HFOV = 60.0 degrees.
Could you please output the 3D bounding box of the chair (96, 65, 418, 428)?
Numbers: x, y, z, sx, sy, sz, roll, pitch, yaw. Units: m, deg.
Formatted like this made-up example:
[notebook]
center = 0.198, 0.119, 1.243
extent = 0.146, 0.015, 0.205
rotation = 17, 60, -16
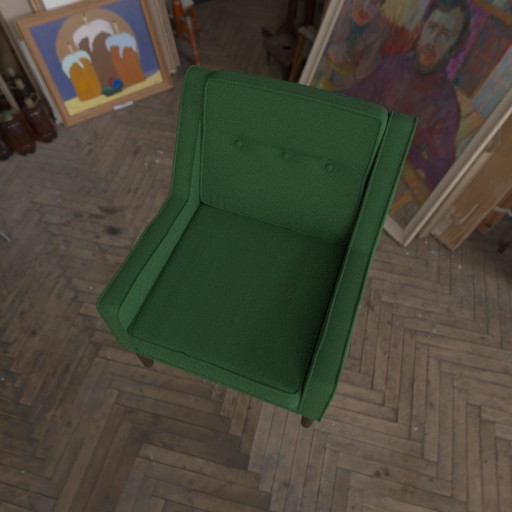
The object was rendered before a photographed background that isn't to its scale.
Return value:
[chair]
center = 0.000, 0.000, 1.337
extent = 0.663, 0.792, 0.743
rotation = 17, 59, 11
